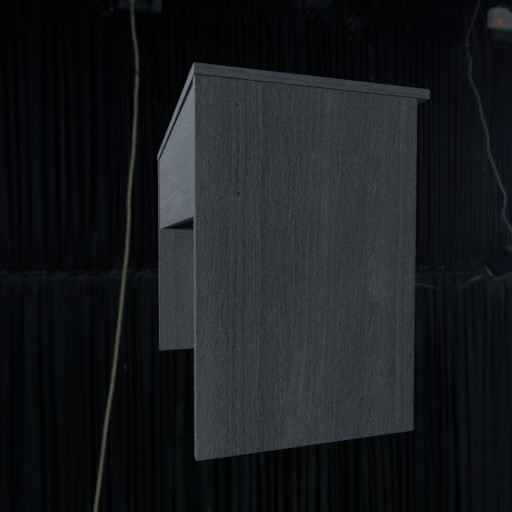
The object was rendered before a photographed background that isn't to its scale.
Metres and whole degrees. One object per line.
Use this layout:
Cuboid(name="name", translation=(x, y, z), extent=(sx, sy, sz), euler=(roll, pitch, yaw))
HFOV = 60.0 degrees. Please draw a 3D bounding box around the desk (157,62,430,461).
Cuboid(name="desk", translation=(0.000, 0.000, 1.301), extent=(0.498, 0.724, 0.893), euler=(-1, 2, -17))
